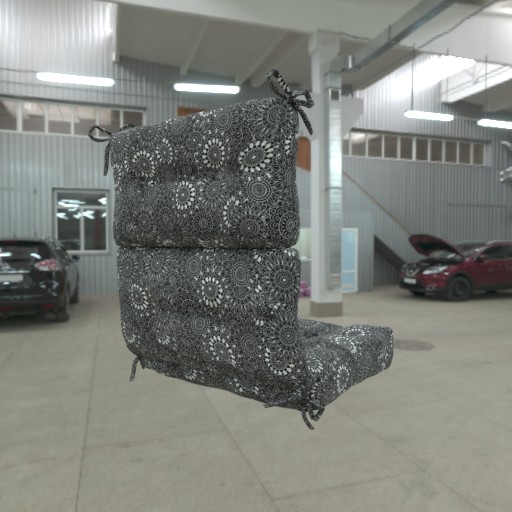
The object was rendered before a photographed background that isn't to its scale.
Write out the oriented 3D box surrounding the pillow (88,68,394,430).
[{"bbox_3d":[0.000,0.000,1.043,0.519,0.605,0.571,1,2,36],"label":"pillow"}]
